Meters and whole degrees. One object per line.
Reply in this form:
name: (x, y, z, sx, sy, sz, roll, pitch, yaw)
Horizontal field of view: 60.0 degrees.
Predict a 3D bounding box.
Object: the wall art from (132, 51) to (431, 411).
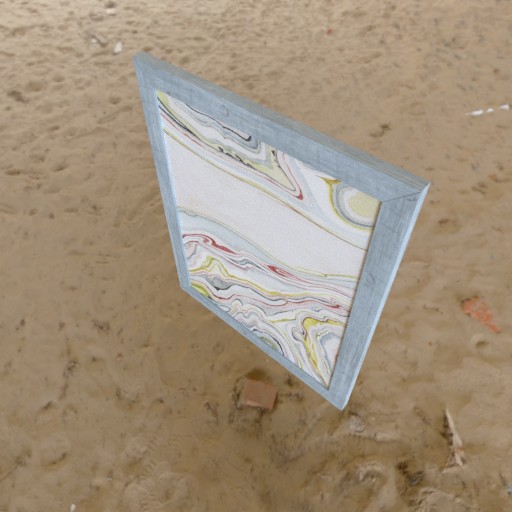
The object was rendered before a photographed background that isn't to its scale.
wall art: (0.000, 0.000, 0.794, 0.479, 0.582, 0.022, 33, 56, 26)
